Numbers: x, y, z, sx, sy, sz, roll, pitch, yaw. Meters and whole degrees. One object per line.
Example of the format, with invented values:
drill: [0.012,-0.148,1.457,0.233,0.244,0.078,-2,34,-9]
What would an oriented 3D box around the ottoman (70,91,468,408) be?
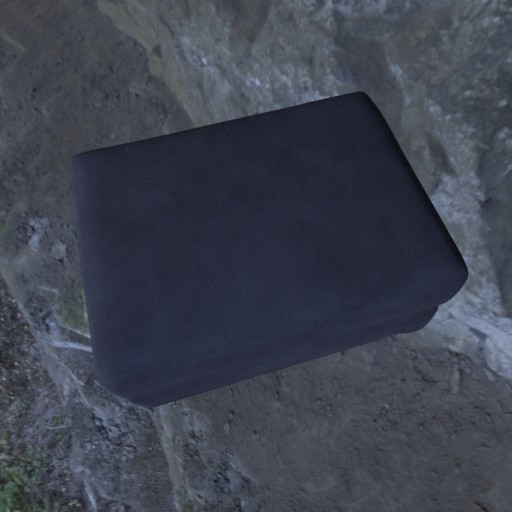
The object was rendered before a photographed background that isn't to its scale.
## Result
ottoman: [0.000,0.000,1.135,0.773,0.497,0.574,-15,64,-7]
